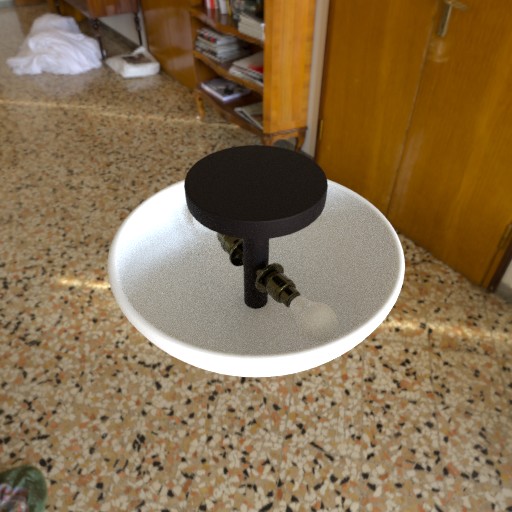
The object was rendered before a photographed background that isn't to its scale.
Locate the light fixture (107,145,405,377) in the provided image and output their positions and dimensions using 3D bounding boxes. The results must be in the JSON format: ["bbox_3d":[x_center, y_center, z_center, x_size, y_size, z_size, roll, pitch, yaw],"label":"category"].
[{"bbox_3d":[0.000,0.000,0.522,0.331,0.212,0.331,0,42,0],"label":"light fixture"}]
